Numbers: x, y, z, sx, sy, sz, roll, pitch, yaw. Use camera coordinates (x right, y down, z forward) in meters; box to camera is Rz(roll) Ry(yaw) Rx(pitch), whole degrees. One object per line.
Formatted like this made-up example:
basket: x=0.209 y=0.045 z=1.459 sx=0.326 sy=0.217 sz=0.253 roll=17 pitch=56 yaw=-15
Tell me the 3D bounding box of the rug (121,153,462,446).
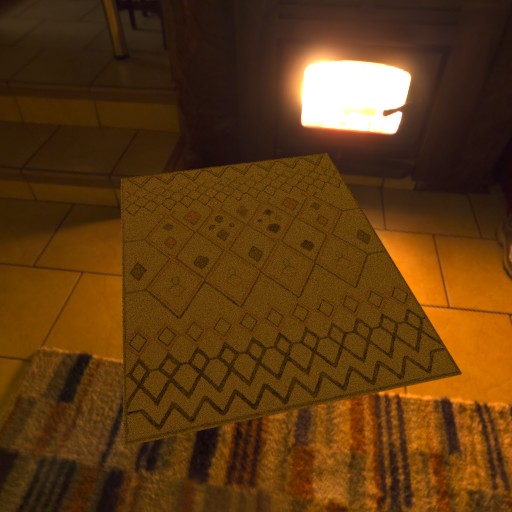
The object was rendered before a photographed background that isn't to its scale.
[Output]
rug: x=0.000 y=0.000 z=4.127 sx=2.441 sy=0.016 sz=3.050 roll=-9 pitch=46 yaw=-9
